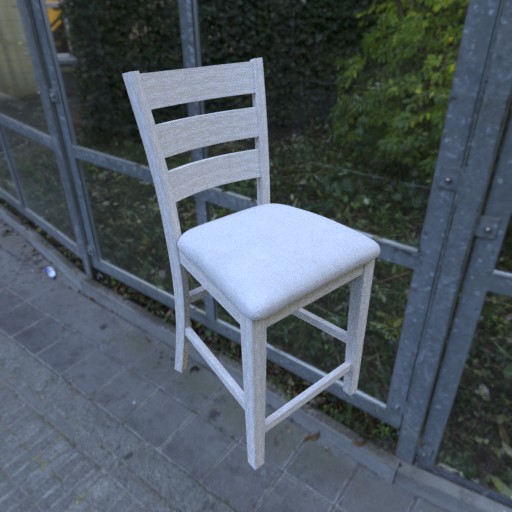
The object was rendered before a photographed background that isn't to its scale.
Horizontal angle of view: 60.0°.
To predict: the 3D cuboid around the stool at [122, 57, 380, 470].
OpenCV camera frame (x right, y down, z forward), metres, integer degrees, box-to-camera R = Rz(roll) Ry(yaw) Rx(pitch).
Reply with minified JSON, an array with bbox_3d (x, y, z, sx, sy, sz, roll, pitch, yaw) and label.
[{"bbox_3d":[0.000,0.000,1.336,0.484,1.032,0.569,-23,38,-34],"label":"stool"}]
